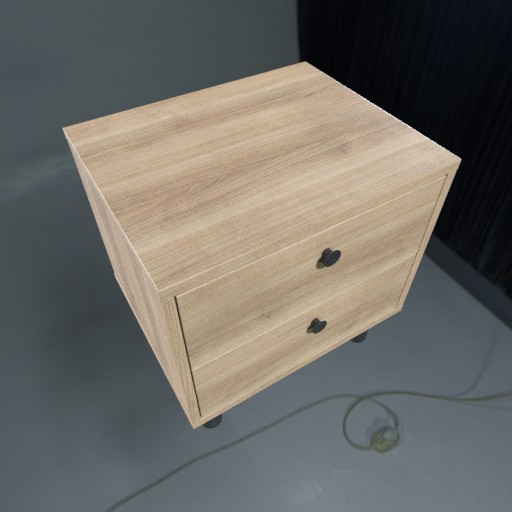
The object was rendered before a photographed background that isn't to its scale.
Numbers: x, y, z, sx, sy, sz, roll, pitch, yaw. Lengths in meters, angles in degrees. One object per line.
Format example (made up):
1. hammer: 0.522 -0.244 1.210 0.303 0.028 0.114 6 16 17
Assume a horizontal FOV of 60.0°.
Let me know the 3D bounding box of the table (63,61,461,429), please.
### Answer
1. table: 0.000 0.000 0.797 0.445 0.460 0.380 -24 51 -21
